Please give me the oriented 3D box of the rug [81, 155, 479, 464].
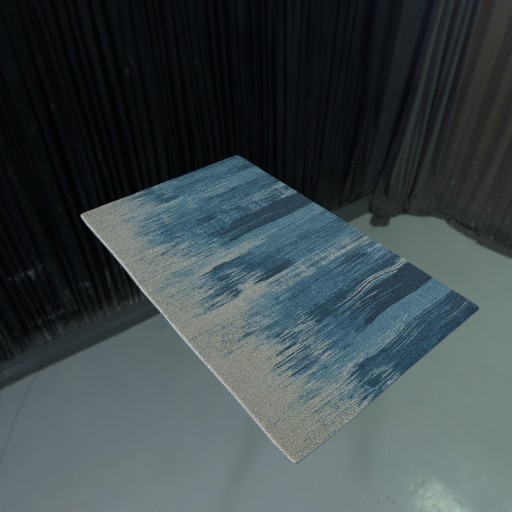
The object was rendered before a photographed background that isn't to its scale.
[{"bbox_3d":[0.000,0.000,3.041,1.540,0.027,2.450,-28,48,-28],"label":"rug"}]
